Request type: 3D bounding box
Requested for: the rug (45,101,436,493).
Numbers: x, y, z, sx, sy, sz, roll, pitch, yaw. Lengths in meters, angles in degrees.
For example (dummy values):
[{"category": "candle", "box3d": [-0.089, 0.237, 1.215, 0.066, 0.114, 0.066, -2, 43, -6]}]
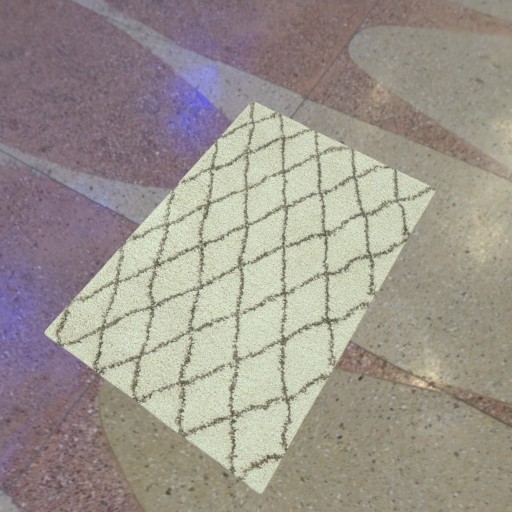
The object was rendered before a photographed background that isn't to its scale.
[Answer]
[{"category": "rug", "box3d": [0.000, 0.000, 2.266, 1.219, 0.030, 1.778, 30, 67, 14]}]
